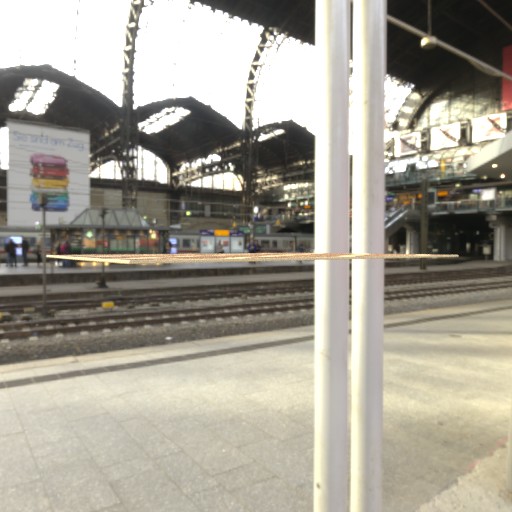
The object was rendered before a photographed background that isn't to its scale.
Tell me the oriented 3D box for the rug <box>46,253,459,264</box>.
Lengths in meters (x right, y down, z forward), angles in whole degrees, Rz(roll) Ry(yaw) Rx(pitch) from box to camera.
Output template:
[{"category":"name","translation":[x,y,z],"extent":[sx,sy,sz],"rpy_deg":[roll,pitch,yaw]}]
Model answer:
[{"category":"rug","translation":[0.000,0.000,2.925],"extent":[2.290,0.014,1.526],"rpy_deg":[-1,1,-36]}]
